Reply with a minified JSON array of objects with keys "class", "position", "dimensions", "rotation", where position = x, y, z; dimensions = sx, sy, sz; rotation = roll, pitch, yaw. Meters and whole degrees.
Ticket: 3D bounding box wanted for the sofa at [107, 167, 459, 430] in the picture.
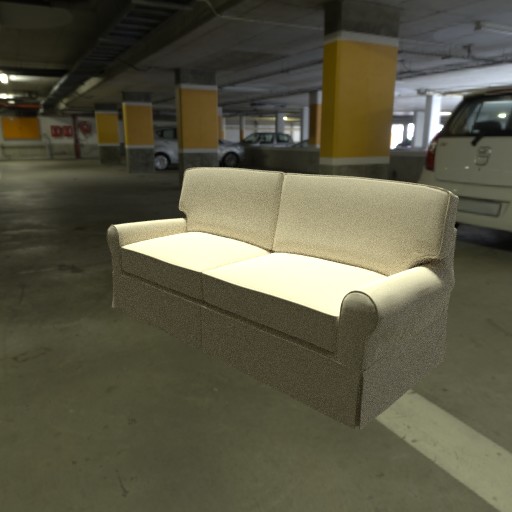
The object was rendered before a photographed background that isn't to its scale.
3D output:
[{"class":"sofa","position":[0.000,0.000,2.563],"dimensions":[2.021,0.937,0.862],"rotation":[14,20,42]}]
